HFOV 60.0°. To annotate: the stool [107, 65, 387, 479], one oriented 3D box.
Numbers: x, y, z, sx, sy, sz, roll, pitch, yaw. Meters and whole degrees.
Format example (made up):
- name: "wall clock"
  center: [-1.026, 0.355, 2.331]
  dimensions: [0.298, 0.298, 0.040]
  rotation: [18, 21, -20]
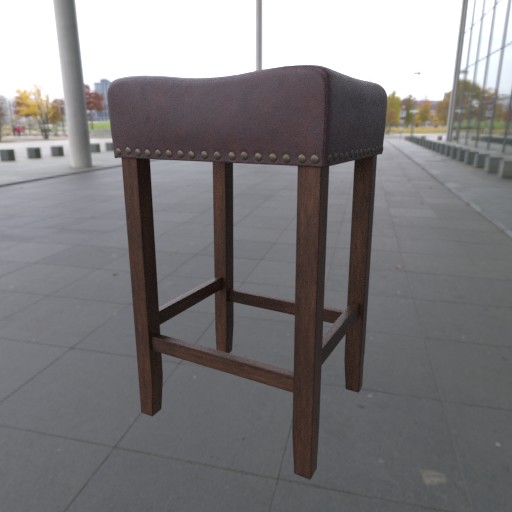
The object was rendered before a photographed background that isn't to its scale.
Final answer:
- name: "stool"
  center: [0.000, 0.000, 1.034]
  dimensions: [0.465, 0.769, 0.401]
  rotation: [9, 19, 27]
